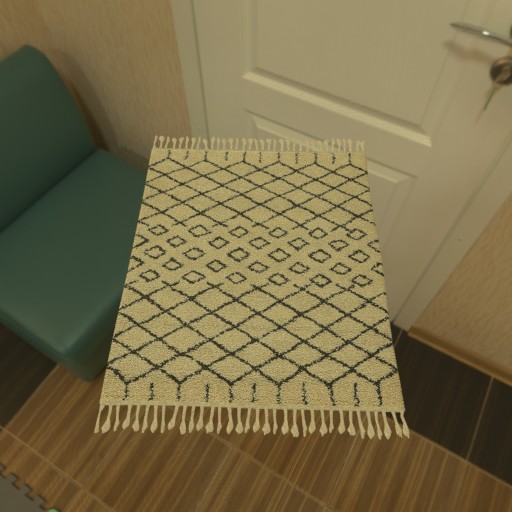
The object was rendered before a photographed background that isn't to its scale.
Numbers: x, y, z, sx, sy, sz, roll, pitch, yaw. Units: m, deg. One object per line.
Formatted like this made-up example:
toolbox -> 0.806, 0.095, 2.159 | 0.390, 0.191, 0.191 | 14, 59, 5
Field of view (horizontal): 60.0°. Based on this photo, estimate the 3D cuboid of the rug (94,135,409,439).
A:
rug -> 0.000, 0.000, 4.193 | 2.388, 0.030, 3.213 | 1, 58, 1
